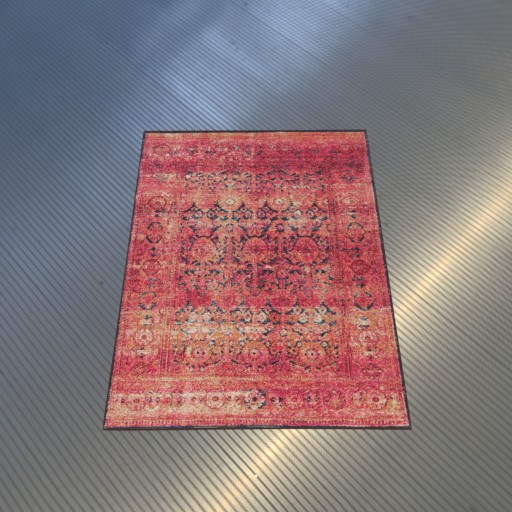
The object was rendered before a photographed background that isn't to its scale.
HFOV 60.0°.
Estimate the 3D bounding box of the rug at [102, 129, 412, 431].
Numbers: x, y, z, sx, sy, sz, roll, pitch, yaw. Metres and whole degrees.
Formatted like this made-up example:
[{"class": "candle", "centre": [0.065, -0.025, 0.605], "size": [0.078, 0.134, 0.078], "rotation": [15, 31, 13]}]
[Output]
[{"class": "rug", "centre": [0.000, 0.000, 4.116], "size": [2.411, 0.020, 3.032], "rotation": [0, 64, 0]}]
